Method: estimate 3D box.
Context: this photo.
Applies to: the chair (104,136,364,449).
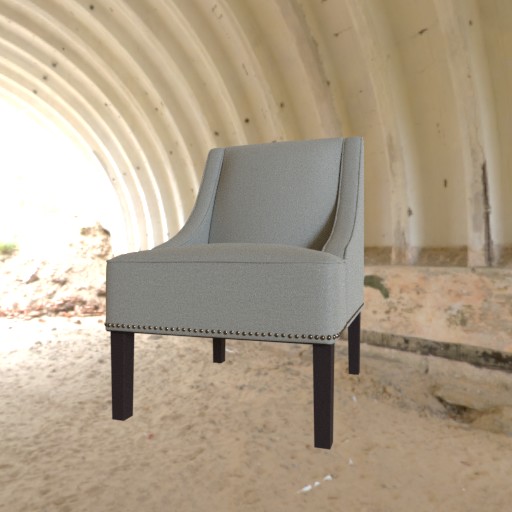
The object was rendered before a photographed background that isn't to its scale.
[{"bbox_3d":[0.000,0.000,1.384,0.610,0.864,0.737,0,0,18],"label":"chair"}]
